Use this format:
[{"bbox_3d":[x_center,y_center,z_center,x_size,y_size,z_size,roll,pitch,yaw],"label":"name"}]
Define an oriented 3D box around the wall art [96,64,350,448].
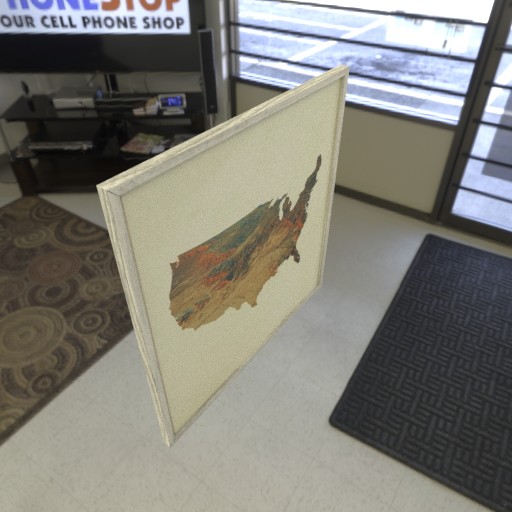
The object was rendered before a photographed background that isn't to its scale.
[{"bbox_3d":[0.000,0.000,0.756,0.016,0.507,0.508,26,46,28],"label":"wall art"}]
